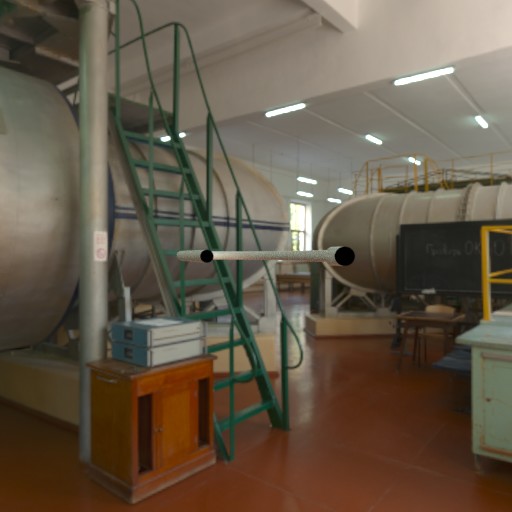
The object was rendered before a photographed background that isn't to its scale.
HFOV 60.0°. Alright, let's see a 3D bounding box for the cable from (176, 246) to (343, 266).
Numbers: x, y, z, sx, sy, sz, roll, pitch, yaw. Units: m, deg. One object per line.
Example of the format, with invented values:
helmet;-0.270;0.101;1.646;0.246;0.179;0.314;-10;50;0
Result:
cable;0.000;0.000;0.114;0.041;0.005;0.098;0;0;-17
